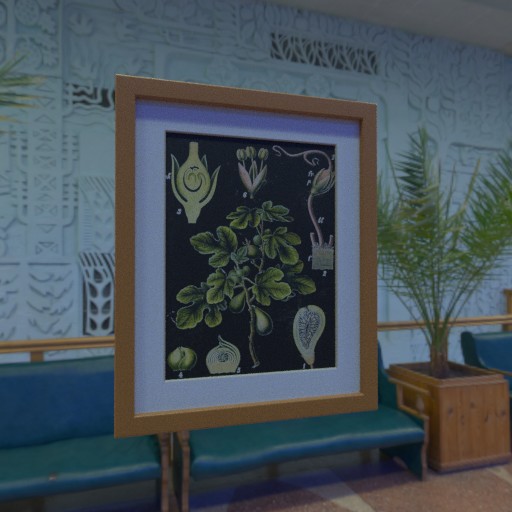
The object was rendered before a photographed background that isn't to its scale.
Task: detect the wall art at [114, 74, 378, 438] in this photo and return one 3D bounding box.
[{"bbox_3d":[0.000,0.000,0.746,0.452,0.553,0.022,0,-1,-17],"label":"wall art"}]
